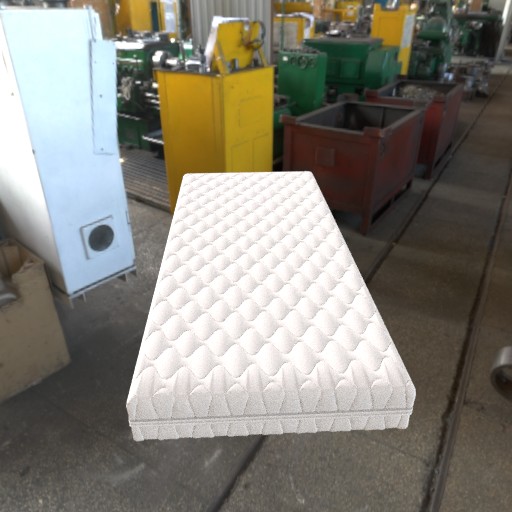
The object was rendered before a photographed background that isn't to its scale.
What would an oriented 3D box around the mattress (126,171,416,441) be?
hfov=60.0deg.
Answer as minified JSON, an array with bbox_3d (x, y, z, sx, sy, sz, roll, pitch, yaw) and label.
[{"bbox_3d":[0.000,0.000,2.251,0.900,0.200,2.000,-2,30,-3],"label":"mattress"}]
